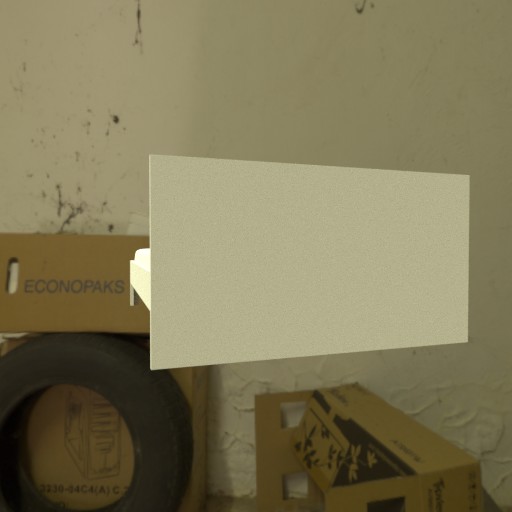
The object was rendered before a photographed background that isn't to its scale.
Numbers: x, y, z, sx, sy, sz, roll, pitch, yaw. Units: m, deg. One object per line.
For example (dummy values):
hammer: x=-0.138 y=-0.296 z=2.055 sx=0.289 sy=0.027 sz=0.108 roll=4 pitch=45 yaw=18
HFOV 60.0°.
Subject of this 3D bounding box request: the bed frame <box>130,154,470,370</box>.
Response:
bed frame: x=0.000 y=0.000 z=2.807 sx=1.490 sy=0.800 sz=1.950 roll=0 pitch=1 yaw=-19
